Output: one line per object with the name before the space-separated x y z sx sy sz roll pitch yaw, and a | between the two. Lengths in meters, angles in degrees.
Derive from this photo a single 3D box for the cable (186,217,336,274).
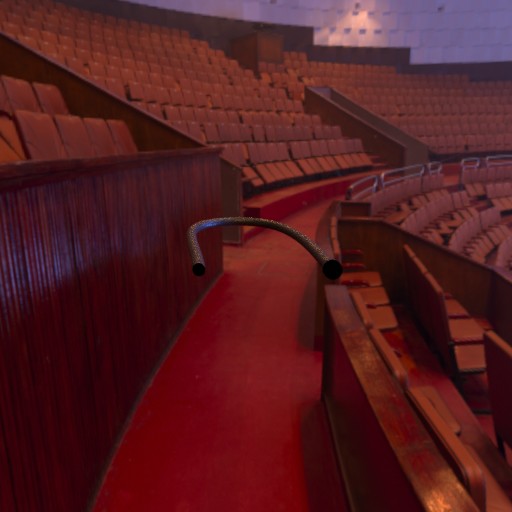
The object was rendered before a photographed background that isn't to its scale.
cable | 0.000 0.000 0.111 0.041 0.005 0.098 -2 15 -9
